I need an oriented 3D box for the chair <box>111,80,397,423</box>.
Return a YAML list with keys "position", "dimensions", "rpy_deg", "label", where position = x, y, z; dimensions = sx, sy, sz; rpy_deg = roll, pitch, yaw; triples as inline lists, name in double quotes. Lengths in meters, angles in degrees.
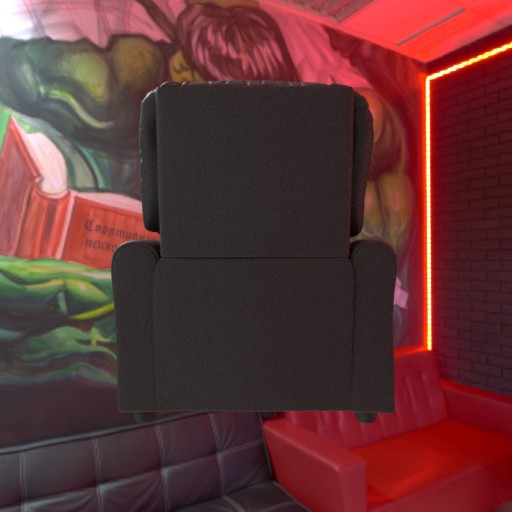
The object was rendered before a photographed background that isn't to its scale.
- position: [0.000, 0.000, 1.113]
  dimensions: [0.610, 0.709, 0.521]
  rpy_deg: [0, -1, 0]
  label: "chair"
